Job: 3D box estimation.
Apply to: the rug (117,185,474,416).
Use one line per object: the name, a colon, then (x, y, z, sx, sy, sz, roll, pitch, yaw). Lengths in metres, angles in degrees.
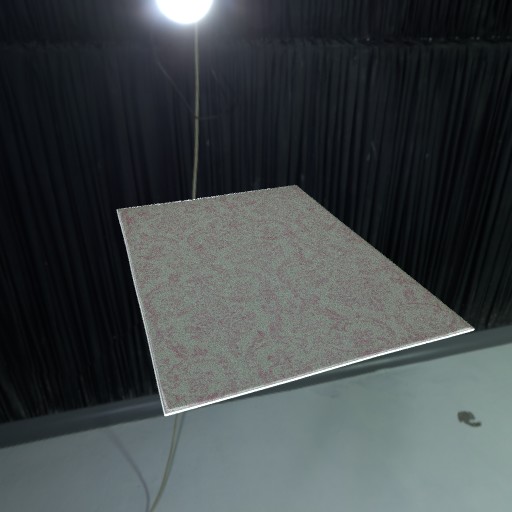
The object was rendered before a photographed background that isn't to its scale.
rug: (0.000, 0.000, 2.939, 1.598, 0.014, 2.202, -10, 31, -17)
